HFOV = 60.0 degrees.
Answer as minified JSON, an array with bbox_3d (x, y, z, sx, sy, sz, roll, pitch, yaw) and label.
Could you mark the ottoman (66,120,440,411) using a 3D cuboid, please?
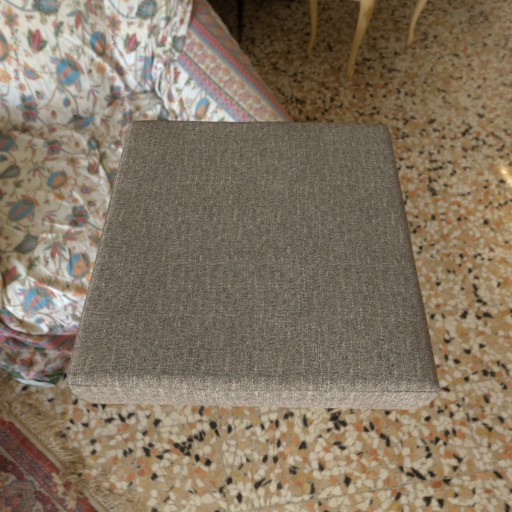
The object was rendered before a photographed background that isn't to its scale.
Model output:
[{"bbox_3d":[0.000,0.000,1.521,0.981,0.379,1.016,1,58,1],"label":"ottoman"}]
